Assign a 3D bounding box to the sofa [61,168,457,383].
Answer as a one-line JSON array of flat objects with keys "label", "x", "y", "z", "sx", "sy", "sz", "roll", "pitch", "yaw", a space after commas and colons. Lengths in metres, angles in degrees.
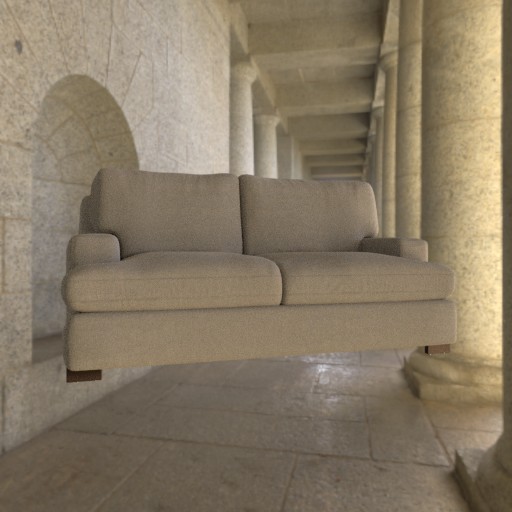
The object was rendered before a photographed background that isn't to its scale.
[{"label": "sofa", "x": 0.000, "y": 0.000, "z": 2.372, "sx": 1.855, "sy": 0.980, "sz": 0.962, "roll": 0, "pitch": 0, "yaw": -17}]
